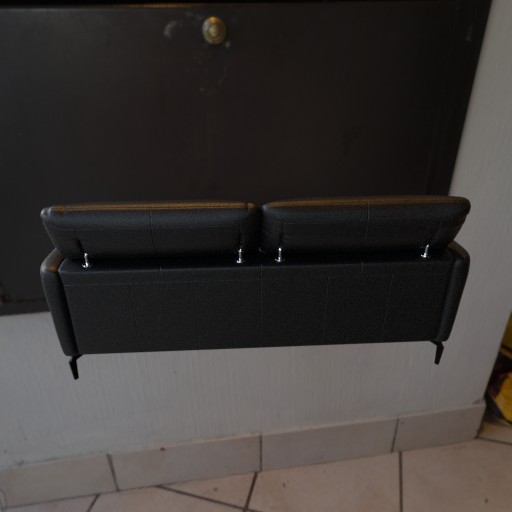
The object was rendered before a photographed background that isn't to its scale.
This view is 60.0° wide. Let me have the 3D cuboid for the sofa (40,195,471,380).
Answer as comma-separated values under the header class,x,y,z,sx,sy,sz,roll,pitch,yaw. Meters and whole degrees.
class,x,y,z,sx,sy,sz,roll,pitch,yaw
sofa,0.000,0.000,2.449,2.069,0.957,0.856,-2,29,-3
